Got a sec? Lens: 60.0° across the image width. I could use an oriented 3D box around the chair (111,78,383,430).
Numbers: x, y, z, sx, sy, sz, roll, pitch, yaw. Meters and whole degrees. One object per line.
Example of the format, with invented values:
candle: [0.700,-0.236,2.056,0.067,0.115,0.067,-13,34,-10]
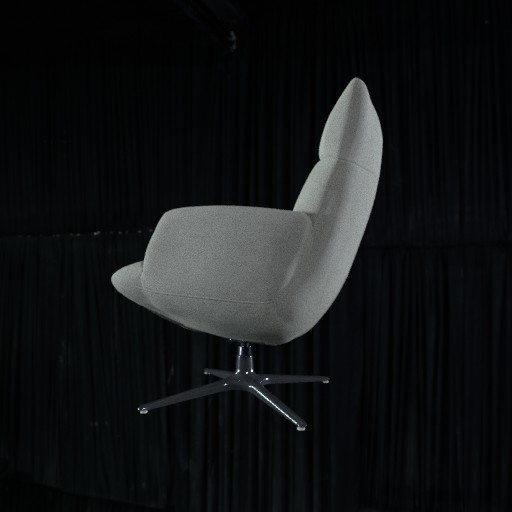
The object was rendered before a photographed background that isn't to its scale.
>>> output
chair: [0.000,0.000,1.612,0.889,1.016,0.711,0,-1,16]
